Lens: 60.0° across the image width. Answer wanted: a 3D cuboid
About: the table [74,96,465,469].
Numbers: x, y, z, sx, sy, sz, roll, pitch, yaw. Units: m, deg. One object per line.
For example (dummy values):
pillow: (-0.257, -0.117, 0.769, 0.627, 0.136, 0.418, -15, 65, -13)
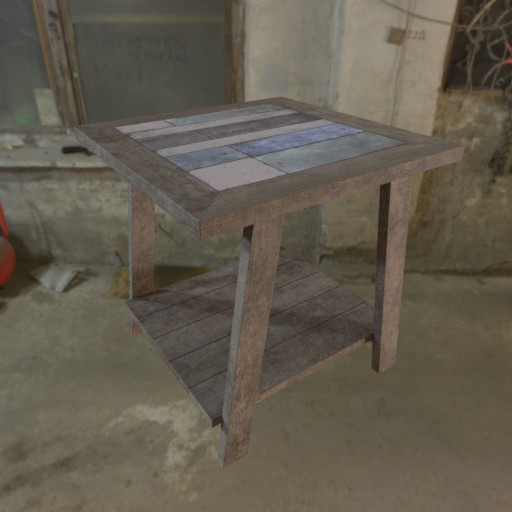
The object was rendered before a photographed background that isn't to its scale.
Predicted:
table: (0.000, 0.000, 1.118, 0.610, 0.610, 0.610, -19, 36, -29)
